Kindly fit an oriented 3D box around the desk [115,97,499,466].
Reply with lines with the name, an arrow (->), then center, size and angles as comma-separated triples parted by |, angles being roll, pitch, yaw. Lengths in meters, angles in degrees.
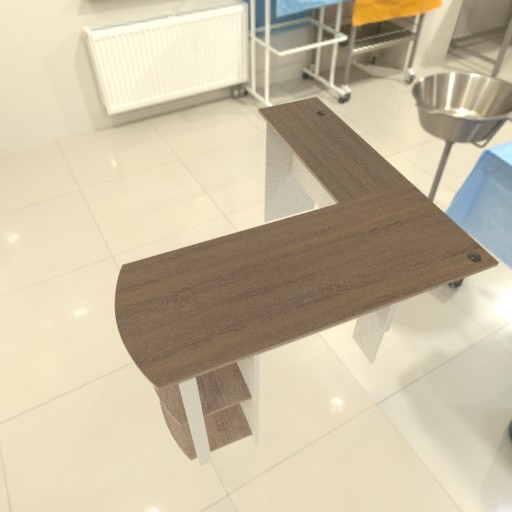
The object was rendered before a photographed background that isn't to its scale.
desk -> 0.000, 0.000, 2.090 | 1.303, 0.716, 1.361 | -17, 48, -16
